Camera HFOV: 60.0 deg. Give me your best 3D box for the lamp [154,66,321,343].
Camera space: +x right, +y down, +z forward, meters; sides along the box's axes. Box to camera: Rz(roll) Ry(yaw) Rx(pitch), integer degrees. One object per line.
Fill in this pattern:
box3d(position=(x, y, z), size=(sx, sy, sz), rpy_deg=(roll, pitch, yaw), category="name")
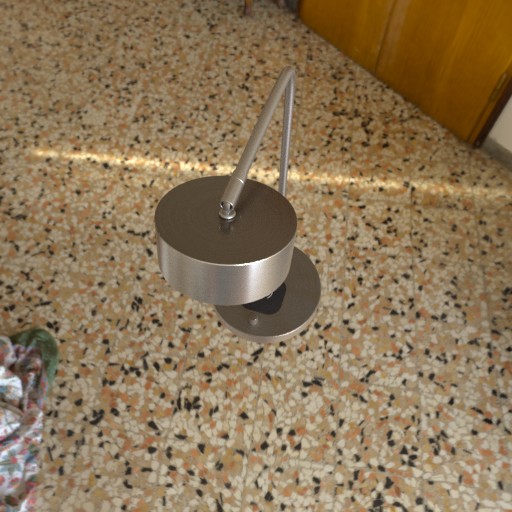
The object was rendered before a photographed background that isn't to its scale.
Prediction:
box3d(position=(0.000, 0.000, 0.640), size=(0.211, 0.469, 0.334), rpy_deg=(15, 60, 9), category="lamp")
